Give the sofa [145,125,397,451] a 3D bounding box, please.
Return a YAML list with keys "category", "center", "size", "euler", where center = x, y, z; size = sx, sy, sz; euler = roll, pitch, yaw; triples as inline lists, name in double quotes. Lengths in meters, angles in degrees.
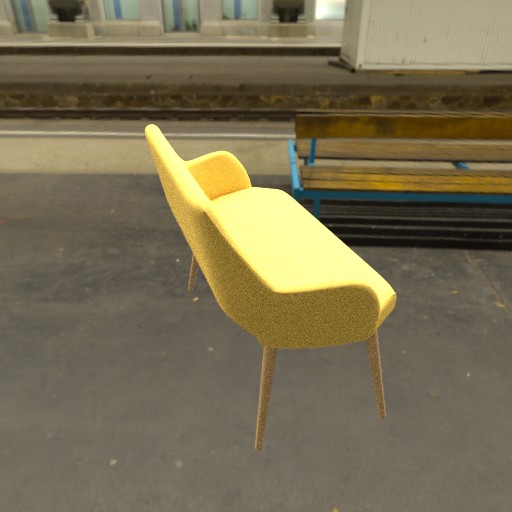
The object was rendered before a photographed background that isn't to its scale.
- category: "sofa"
  center: [0.000, 0.000, 1.636]
  size: [0.610, 0.840, 1.150]
  euler: [-11, 32, -18]
